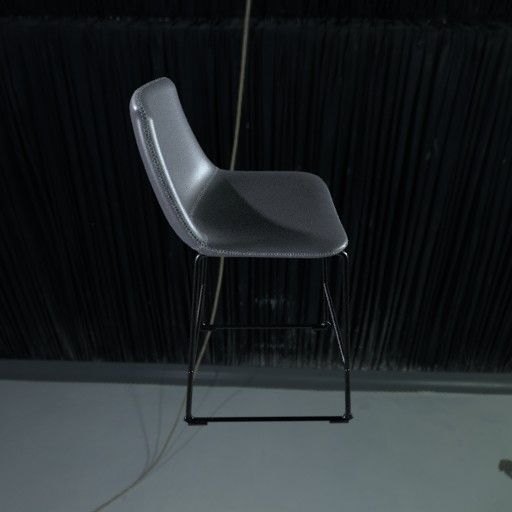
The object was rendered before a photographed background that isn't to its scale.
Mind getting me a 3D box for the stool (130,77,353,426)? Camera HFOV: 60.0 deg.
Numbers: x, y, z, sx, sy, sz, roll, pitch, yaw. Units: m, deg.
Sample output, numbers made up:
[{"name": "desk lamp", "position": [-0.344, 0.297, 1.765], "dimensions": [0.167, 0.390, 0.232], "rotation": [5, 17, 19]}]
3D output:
[{"name": "stool", "position": [0.000, 0.000, 1.214], "dimensions": [0.546, 0.876, 0.470], "rotation": [-1, 32, -1]}]
